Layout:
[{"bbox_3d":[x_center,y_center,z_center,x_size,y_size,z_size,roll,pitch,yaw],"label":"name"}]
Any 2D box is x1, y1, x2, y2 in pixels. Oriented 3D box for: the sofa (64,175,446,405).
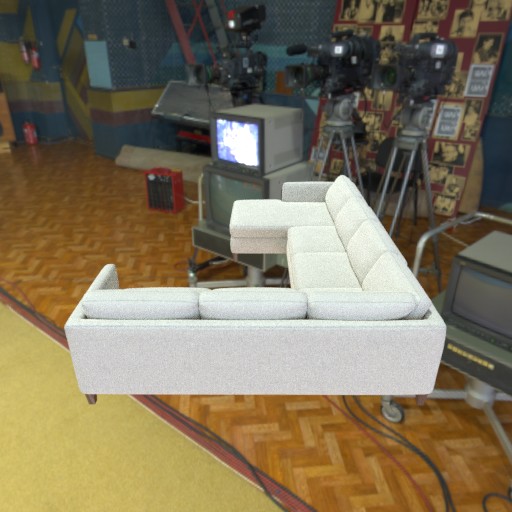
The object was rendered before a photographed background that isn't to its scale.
[{"bbox_3d":[0.000,0.000,4.430,2.551,0.853,3.238,0,26,0],"label":"sofa"}]
